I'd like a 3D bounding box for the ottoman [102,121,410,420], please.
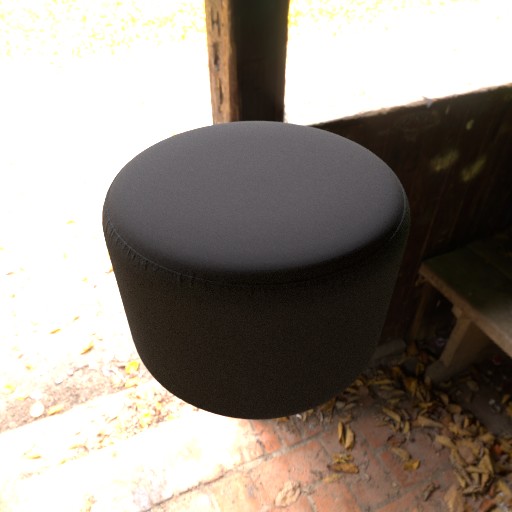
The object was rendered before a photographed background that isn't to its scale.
[{"bbox_3d":[0.000,0.000,0.999,0.608,0.433,0.608,0,40,0],"label":"ottoman"}]
